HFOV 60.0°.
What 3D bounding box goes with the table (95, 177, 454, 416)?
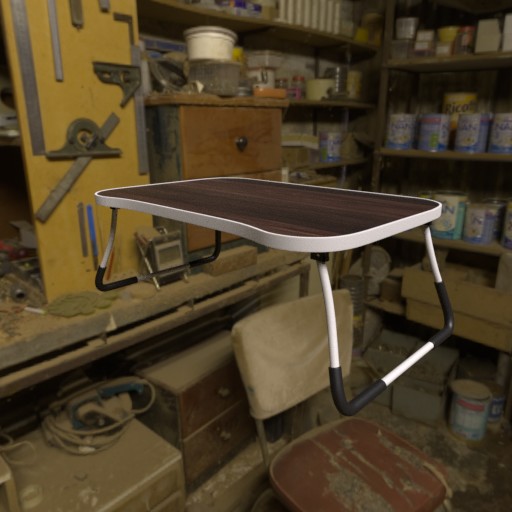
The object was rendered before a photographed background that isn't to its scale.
[{"bbox_3d":[0.000,0.000,0.865,0.660,0.232,0.400,15,22,42],"label":"table"}]
